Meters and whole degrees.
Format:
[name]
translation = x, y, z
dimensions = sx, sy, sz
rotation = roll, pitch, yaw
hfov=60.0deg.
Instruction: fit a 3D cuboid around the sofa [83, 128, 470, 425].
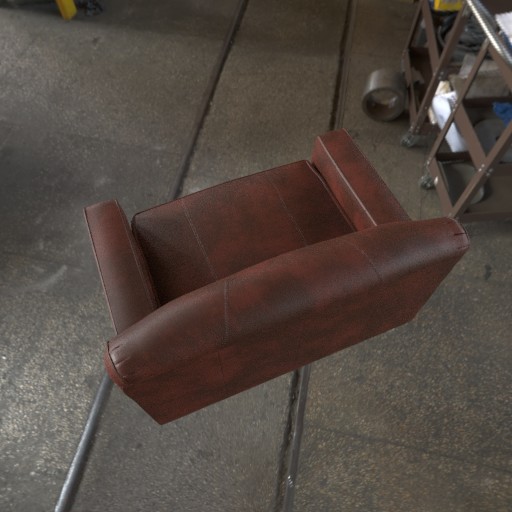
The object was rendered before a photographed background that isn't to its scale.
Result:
[sofa]
translation = 0.000, 0.000, 2.103
dimensions = 1.413, 0.956, 1.000
rotation = -20, 61, -11
